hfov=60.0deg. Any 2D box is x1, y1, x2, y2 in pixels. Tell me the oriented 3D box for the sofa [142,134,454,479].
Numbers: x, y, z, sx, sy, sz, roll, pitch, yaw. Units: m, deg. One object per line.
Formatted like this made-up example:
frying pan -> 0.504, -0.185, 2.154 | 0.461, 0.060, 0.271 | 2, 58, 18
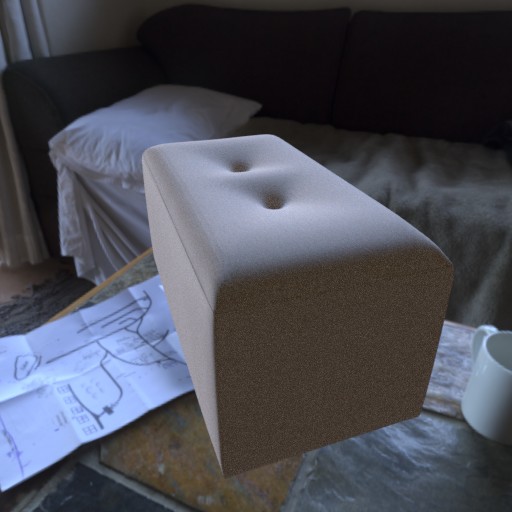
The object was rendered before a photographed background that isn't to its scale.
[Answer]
sofa -> 0.000, 0.000, 1.203 | 0.480, 0.470, 0.930 | -10, 31, -17
